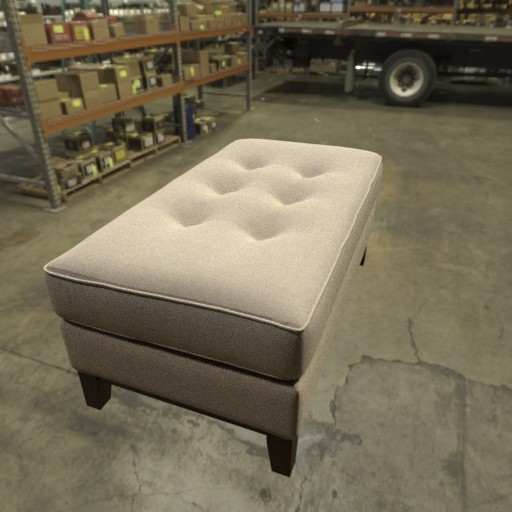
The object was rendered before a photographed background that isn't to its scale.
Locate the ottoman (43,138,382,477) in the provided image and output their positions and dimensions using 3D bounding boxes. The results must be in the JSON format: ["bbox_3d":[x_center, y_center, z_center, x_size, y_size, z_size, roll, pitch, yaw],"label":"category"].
[{"bbox_3d":[0.000,0.000,1.467,0.648,0.508,1.143,11,32,18],"label":"ottoman"}]
